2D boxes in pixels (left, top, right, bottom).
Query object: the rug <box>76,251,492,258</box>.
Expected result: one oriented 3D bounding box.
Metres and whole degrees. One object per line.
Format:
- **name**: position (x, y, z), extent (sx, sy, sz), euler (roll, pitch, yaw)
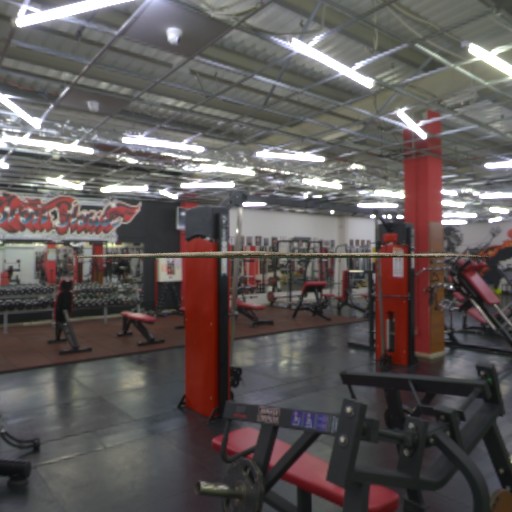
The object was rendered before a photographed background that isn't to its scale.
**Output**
- **rug**: position (0.000, 0.000, 4.035), extent (2.426, 0.034, 3.061), euler (0, -1, -36)
